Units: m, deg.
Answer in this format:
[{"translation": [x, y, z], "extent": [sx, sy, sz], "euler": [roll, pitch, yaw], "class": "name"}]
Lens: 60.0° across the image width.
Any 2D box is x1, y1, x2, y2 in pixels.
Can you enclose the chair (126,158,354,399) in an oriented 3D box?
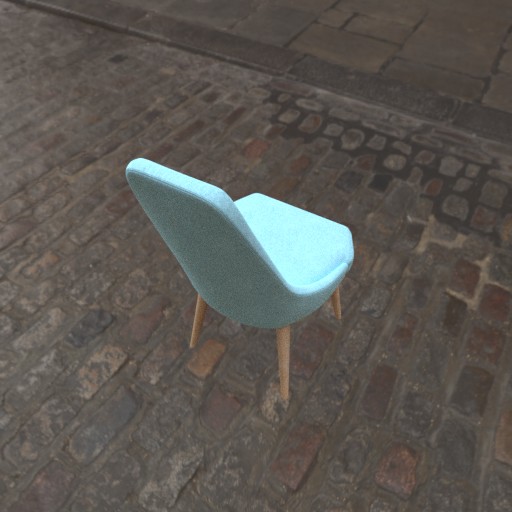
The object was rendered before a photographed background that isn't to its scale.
[{"translation": [0.000, 0.000, 1.404], "extent": [0.510, 1.040, 0.660], "euler": [24, 52, 20], "class": "chair"}]
